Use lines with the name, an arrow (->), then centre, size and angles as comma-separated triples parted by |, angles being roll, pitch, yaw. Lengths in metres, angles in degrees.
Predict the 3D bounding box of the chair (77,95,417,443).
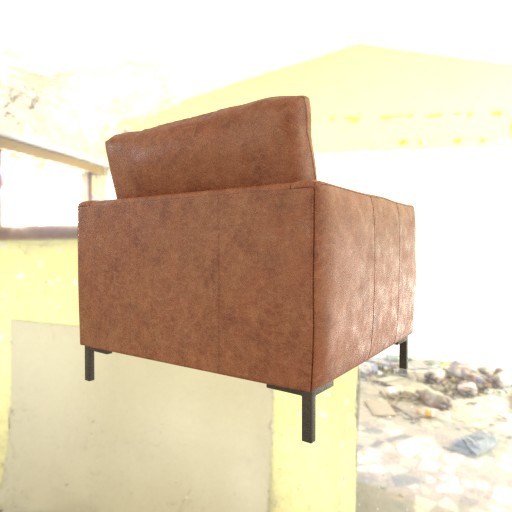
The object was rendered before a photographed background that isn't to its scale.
chair -> 0.000, 0.000, 1.633 | 0.967, 0.869, 0.862 | 1, 1, 34
